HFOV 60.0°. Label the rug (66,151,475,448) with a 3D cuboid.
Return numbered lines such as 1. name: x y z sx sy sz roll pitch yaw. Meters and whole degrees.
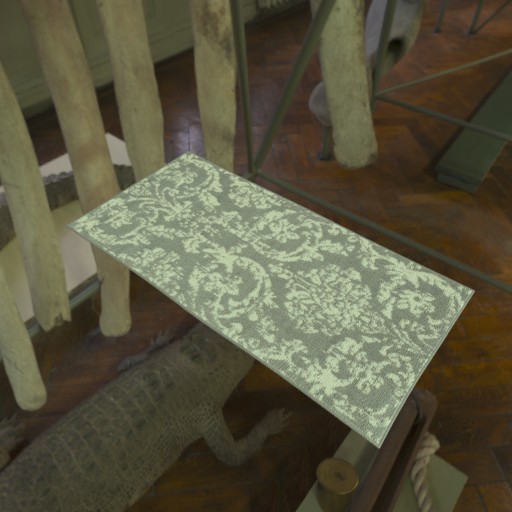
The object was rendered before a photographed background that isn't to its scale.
1. rug: 0.000 0.000 1.446 1.219 0.007 0.604 30 53 26
